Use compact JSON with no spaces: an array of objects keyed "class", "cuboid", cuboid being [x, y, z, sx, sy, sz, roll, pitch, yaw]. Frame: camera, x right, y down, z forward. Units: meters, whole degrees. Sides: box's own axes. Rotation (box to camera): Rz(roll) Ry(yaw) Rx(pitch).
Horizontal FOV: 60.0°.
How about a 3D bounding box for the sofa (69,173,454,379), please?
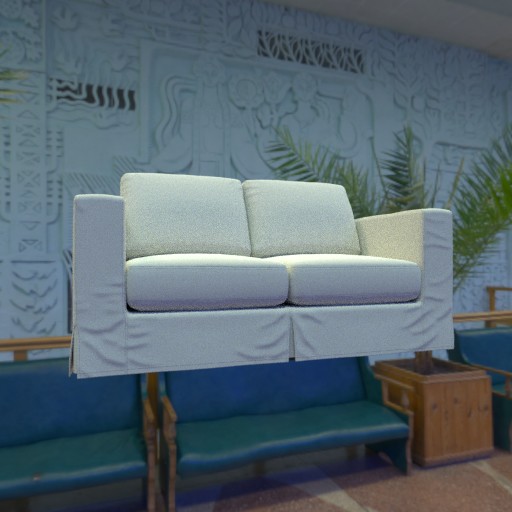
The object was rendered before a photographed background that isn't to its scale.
[{"class":"sofa","cuboid":[0.000,0.000,2.420,1.813,0.932,1.009,0,0,-18]}]
